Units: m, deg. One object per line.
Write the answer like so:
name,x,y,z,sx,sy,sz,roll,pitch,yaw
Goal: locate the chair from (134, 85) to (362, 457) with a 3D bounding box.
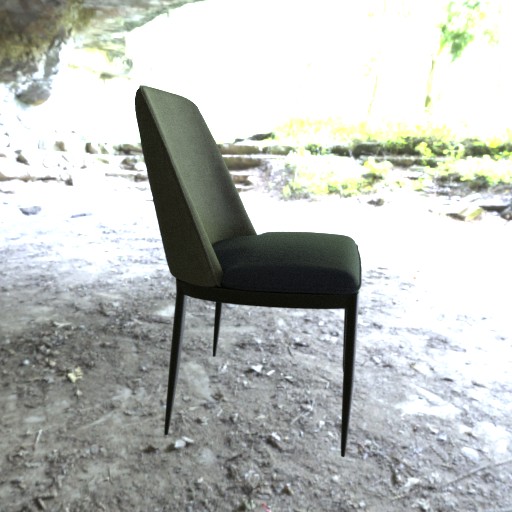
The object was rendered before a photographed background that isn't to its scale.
chair,0.000,0.000,1.189,0.550,0.855,0.488,3,15,11
